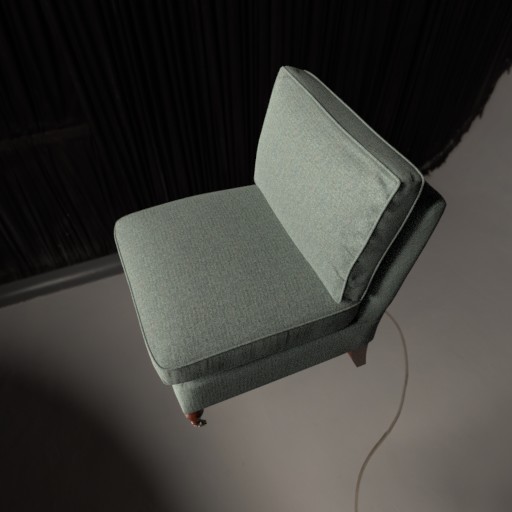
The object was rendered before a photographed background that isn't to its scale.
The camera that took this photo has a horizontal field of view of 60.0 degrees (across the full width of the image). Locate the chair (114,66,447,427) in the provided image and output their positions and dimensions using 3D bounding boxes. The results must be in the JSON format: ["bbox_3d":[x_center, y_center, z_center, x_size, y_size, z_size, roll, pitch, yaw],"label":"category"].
[{"bbox_3d":[0.000,0.000,1.407,0.796,0.901,0.624,-18,50,-15],"label":"chair"}]
